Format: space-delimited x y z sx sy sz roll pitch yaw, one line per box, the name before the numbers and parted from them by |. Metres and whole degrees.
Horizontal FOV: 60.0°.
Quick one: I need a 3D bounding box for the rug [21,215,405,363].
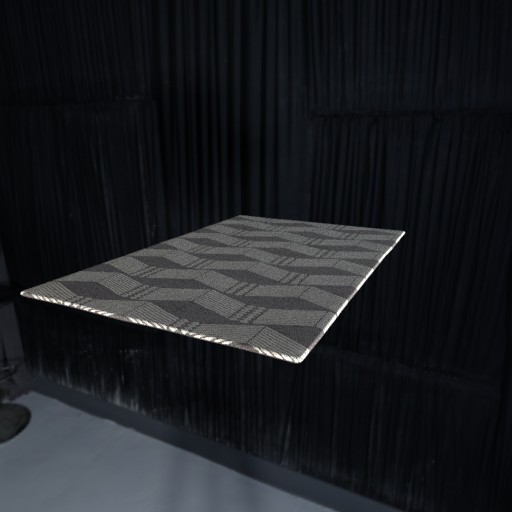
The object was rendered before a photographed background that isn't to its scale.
rug | 0.000 0.000 2.305 1.210 0.016 1.833 8 18 26
